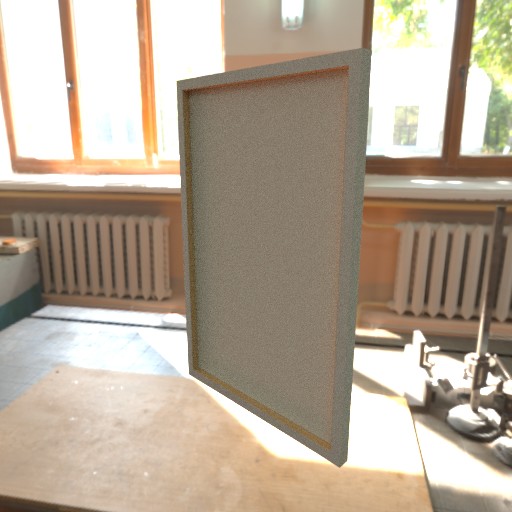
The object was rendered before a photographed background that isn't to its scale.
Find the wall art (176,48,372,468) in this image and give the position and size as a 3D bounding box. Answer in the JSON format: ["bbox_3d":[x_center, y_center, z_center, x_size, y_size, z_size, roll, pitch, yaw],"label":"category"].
[{"bbox_3d":[0.000,0.000,1.157,0.038,0.912,0.607,-13,19,-42],"label":"wall art"}]
